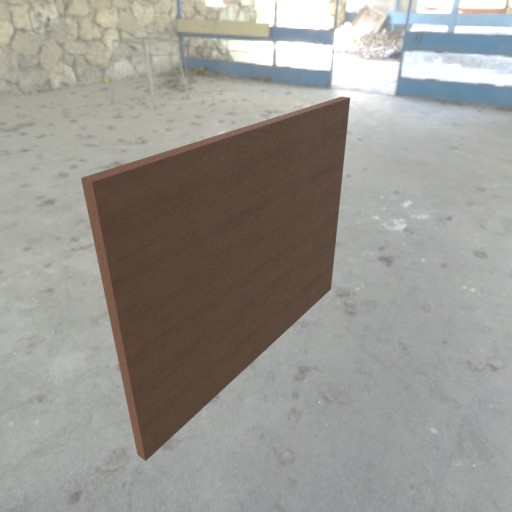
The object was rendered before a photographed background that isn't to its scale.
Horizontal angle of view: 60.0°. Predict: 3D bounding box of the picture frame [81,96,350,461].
[{"bbox_3d":[0.000,0.000,1.755,0.045,1.018,1.329,20,35,31],"label":"picture frame"}]
